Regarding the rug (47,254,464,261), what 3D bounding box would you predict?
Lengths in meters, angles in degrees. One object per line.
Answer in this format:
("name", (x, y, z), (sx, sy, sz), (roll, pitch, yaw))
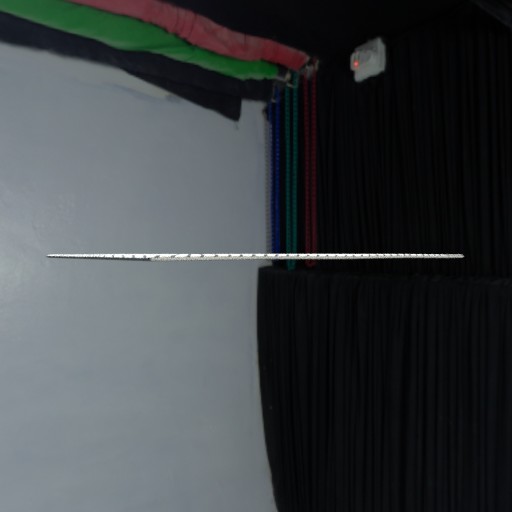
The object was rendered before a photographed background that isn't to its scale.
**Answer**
("rug", (0.000, 0.000, 3.229), (2.449, 0.028, 1.829), (0, 0, -37))
